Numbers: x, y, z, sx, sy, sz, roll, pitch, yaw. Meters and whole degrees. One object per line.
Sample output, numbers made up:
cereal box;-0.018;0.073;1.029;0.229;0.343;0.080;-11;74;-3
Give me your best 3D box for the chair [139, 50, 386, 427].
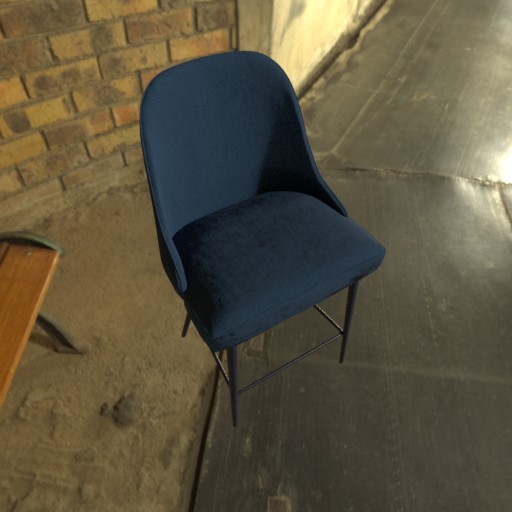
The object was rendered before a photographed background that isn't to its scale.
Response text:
chair;0.000;0.000;1.239;0.526;0.927;0.489;-24;51;-21
